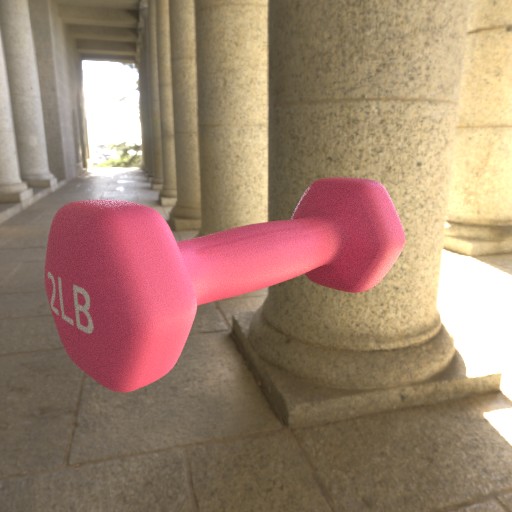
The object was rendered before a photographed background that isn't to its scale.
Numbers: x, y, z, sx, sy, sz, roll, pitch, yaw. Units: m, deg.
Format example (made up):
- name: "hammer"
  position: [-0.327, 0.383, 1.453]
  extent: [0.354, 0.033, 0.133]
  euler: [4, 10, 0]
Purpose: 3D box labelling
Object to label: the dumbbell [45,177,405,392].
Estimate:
- name: "dumbbell"
  position: [0.000, 0.000, 0.170]
  extent: [0.146, 0.053, 0.058]
  euler: [-14, 20, -43]
